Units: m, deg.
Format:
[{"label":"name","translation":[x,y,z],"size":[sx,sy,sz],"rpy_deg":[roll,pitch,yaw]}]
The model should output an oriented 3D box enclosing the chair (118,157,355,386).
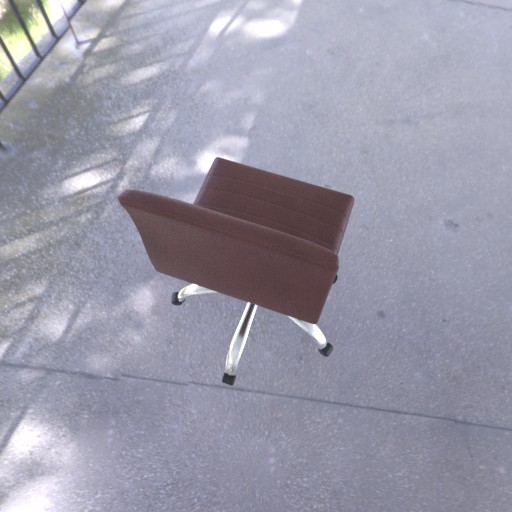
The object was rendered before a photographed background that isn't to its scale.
[{"label":"chair","translation":[0.000,0.000,1.130],"size":[0.556,0.780,0.530],"rpy_deg":[18,65,9]}]
